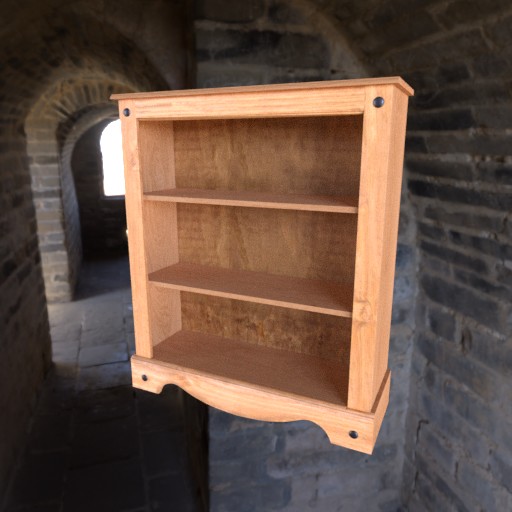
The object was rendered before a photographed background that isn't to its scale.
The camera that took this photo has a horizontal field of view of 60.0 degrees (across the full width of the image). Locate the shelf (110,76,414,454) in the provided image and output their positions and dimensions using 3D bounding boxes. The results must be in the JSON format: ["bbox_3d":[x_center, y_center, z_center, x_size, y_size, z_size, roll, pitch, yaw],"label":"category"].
[{"bbox_3d":[0.000,0.000,1.406,0.840,0.980,0.291,7,15,25],"label":"shelf"}]
